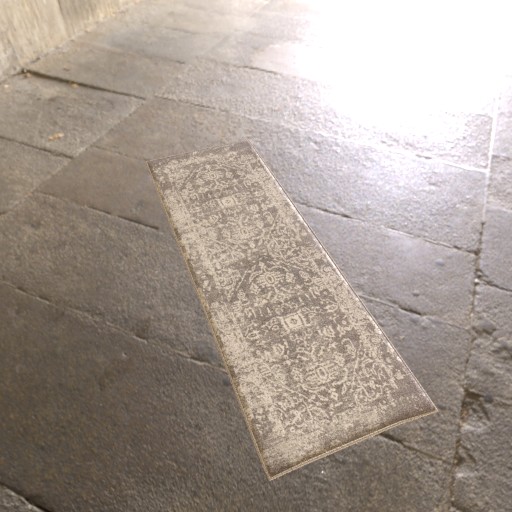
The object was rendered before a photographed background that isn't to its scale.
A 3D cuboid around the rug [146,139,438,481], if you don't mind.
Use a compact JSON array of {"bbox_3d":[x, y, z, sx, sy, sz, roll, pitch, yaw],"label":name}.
[{"bbox_3d":[0.000,0.000,2.725,0.855,0.017,2.452,-16,49,-15],"label":"rug"}]
